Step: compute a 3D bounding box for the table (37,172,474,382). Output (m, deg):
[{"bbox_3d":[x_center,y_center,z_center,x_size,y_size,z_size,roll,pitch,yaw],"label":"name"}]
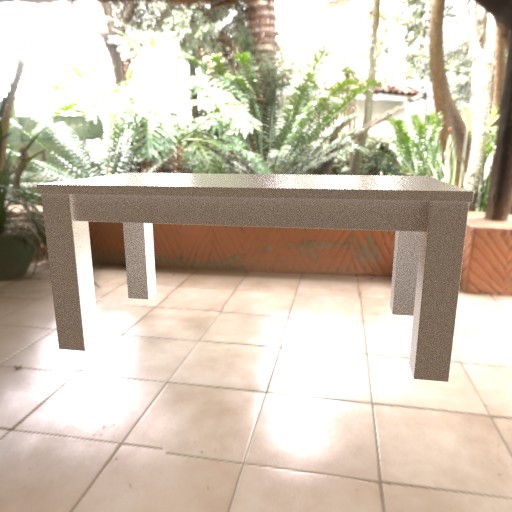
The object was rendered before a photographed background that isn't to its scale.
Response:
[{"bbox_3d":[0.000,0.000,2.320,1.800,0.790,0.900,2,14,10],"label":"table"}]
